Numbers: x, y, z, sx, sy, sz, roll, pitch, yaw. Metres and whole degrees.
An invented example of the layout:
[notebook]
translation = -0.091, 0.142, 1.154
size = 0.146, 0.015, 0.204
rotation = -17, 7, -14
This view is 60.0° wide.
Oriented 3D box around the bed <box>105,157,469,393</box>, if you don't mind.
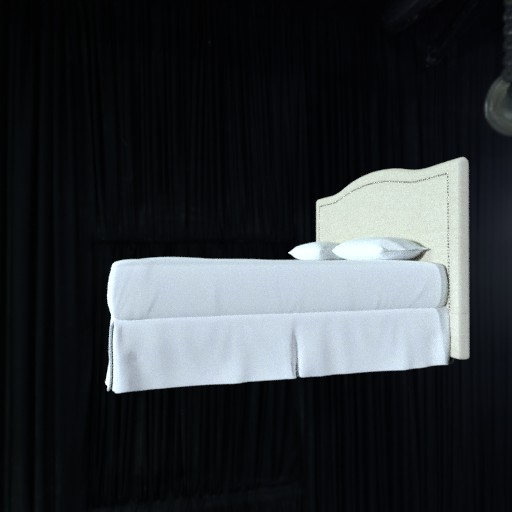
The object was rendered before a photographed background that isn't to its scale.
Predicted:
[bed]
translation = 0.000, 0.000, 3.451
size = 2.182, 1.421, 2.083
rotation = 0, 0, -17
